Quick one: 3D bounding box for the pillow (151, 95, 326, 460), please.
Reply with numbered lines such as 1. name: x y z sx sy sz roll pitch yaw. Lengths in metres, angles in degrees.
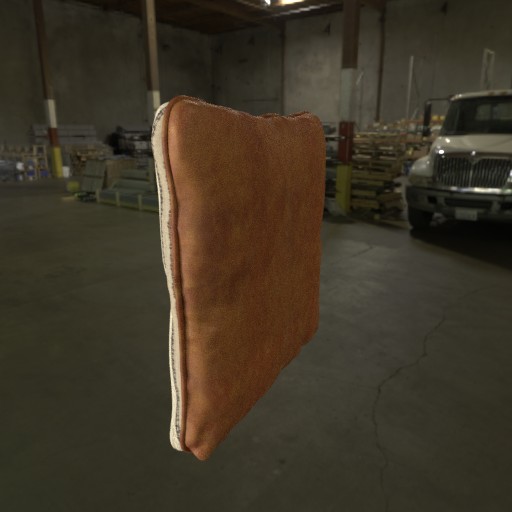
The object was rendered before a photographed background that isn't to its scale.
1. pillow: 0.000 0.000 0.758 0.130 0.490 0.489 8 17 26
